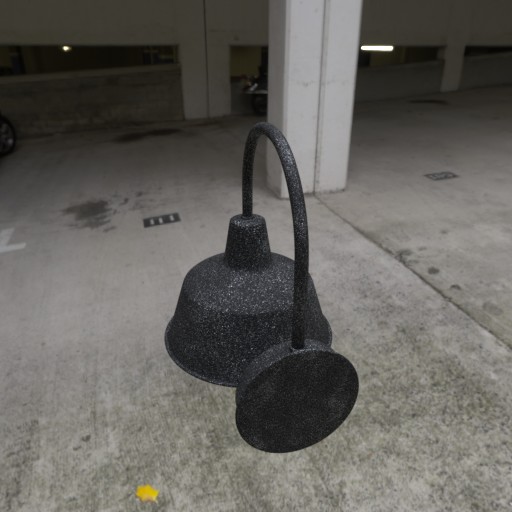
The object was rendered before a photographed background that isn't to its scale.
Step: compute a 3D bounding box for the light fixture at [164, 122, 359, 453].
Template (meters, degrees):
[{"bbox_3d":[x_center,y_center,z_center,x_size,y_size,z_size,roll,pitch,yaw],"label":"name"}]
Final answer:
[{"bbox_3d":[0.000,0.000,0.496,0.216,0.300,0.283,-7,27,-15],"label":"light fixture"}]
